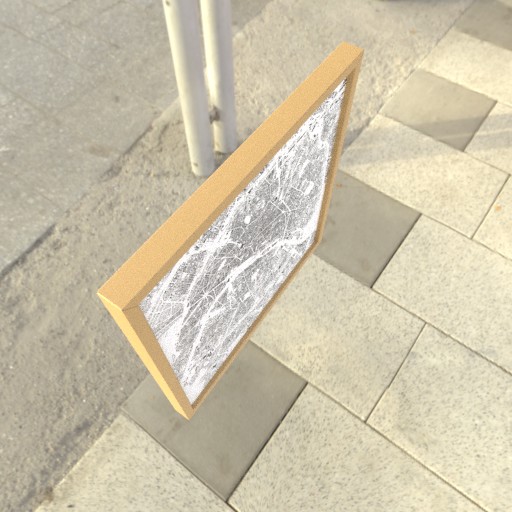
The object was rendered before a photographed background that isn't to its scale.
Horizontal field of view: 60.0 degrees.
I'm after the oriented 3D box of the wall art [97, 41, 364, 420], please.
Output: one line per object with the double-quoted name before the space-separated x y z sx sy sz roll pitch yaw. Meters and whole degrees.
"wall art" 0.000 0.000 0.762 0.036 0.509 0.509 30 63 17
